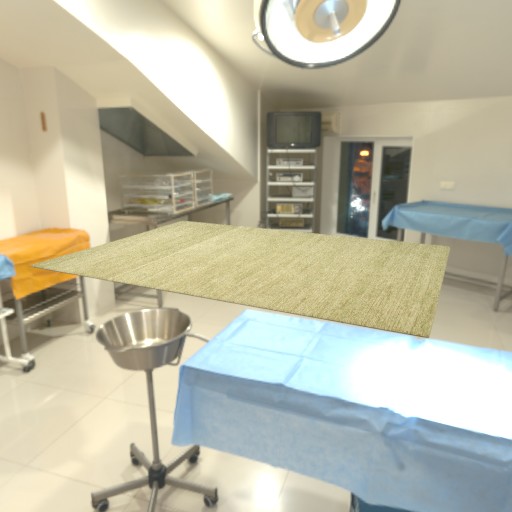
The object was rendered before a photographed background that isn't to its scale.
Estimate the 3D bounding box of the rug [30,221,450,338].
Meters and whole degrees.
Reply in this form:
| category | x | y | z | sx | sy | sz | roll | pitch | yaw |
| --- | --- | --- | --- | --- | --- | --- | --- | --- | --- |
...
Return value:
| category | x | y | z | sx | sy | sz | roll | pitch | yaw |
| --- | --- | --- | --- | --- | --- | --- | --- | --- | --- |
| rug | 0.000 | 0.000 | 2.899 | 2.270 | 0.017 | 1.606 | 7 | 17 | 25 |
